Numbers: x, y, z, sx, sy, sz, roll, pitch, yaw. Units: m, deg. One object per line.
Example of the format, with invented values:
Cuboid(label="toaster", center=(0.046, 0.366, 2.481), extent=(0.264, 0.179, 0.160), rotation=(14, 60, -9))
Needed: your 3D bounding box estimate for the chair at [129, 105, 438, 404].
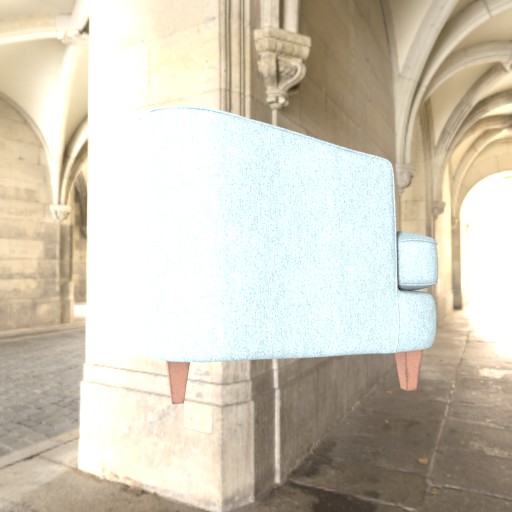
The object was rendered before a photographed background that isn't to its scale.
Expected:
Cuboid(label="chair", center=(0.000, 0.000, 1.739), extent=(0.945, 0.852, 1.094), rotation=(0, -2, -17))
